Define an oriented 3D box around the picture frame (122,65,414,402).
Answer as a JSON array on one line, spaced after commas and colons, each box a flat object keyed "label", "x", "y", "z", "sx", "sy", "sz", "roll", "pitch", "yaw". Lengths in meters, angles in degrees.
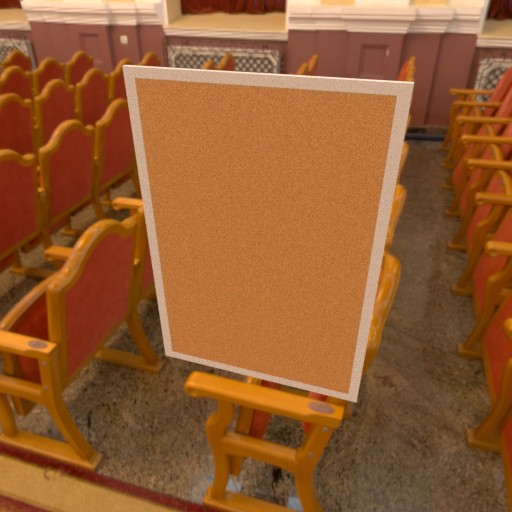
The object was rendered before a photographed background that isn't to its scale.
[{"label": "picture frame", "x": 0.000, "y": 0.000, "z": 1.215, "sx": 0.659, "sy": 0.940, "sz": 0.013, "roll": 10, "pitch": 34, "yaw": 15}]
